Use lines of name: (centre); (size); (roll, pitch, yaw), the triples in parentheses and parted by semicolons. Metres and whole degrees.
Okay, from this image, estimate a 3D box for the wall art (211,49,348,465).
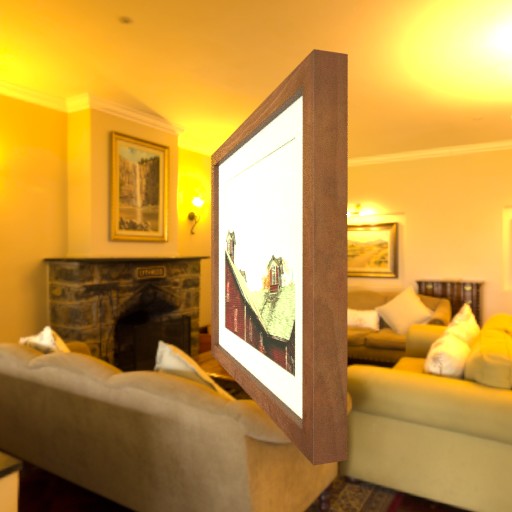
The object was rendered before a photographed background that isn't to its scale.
wall art: (0.000, 0.000, 0.545); (0.030, 0.328, 0.401); (0, 1, -17)
